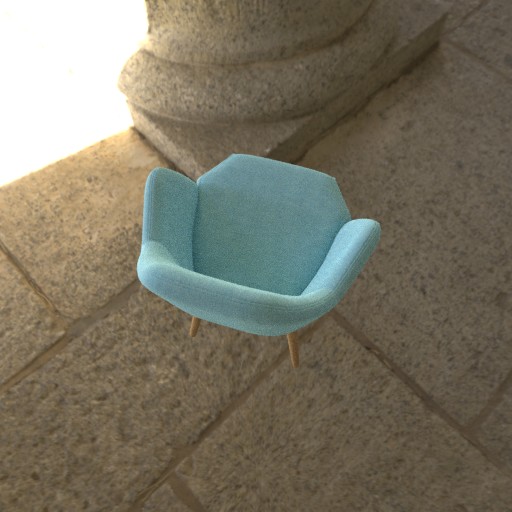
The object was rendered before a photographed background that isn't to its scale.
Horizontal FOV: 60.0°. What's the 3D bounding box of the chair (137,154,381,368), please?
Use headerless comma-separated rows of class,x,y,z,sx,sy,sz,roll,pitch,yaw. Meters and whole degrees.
chair,0.000,0.000,1.252,0.590,0.840,0.610,15,65,7
